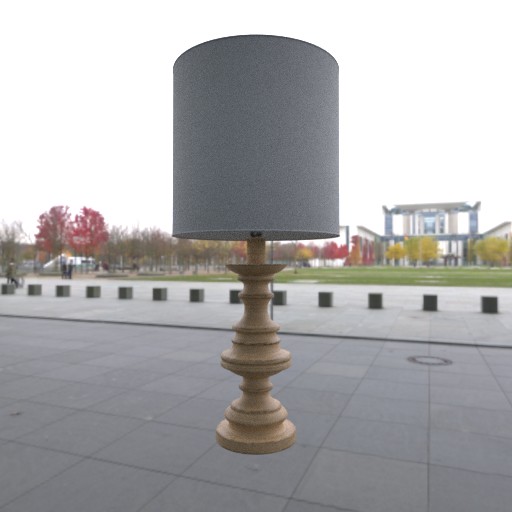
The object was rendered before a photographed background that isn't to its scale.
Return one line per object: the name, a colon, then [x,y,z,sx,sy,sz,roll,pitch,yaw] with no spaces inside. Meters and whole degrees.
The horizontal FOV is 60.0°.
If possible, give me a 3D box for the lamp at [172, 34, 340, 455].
lamp: [0.000,0.000,0.558,0.208,0.455,0.208,-1,-1,36]
